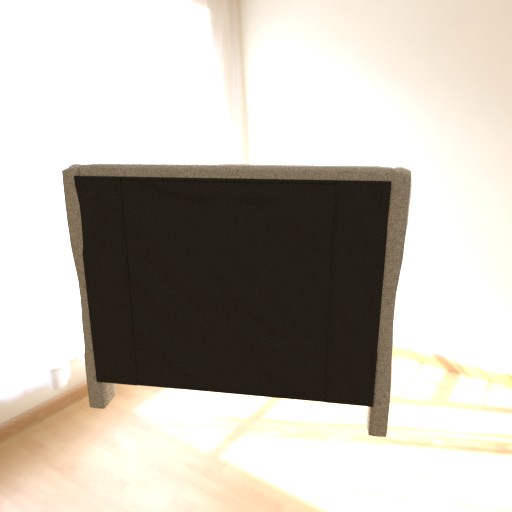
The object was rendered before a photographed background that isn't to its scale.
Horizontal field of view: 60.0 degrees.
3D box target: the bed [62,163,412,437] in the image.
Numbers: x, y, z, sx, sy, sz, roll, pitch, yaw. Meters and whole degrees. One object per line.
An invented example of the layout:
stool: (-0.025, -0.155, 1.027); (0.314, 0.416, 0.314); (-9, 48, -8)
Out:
bed: (0.000, 0.000, 3.983); (2.219, 1.771, 2.347); (2, 16, 9)
